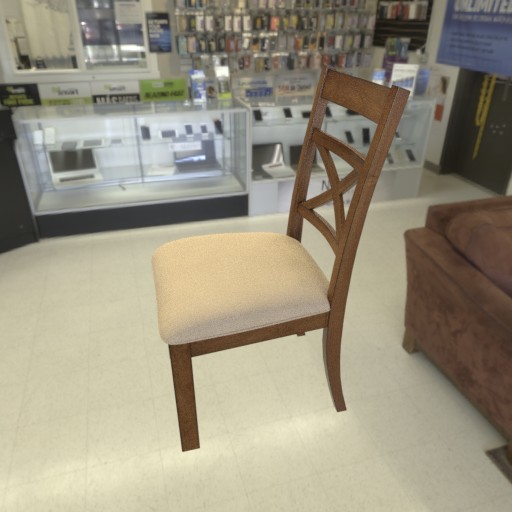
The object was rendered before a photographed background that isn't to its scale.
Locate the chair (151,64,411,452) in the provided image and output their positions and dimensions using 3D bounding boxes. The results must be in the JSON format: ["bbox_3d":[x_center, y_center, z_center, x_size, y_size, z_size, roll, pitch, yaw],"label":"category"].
[{"bbox_3d":[0.000,0.000,1.256,0.581,0.949,0.461,-7,30,-13],"label":"chair"}]
